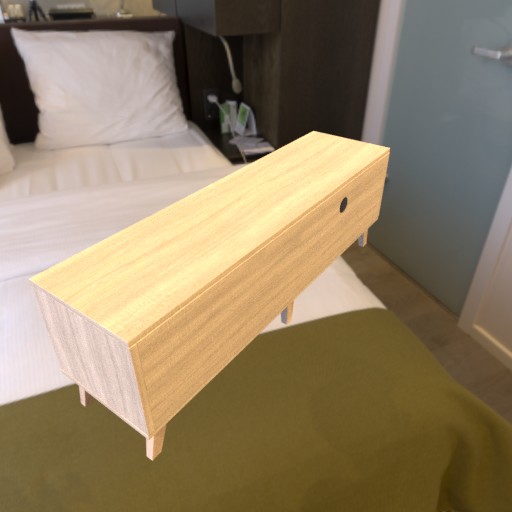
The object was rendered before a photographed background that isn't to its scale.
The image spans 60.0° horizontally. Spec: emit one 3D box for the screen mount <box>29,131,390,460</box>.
[{"bbox_3d":[0.000,0.000,1.724,0.401,0.509,1.500,22,40,29],"label":"screen mount"}]
